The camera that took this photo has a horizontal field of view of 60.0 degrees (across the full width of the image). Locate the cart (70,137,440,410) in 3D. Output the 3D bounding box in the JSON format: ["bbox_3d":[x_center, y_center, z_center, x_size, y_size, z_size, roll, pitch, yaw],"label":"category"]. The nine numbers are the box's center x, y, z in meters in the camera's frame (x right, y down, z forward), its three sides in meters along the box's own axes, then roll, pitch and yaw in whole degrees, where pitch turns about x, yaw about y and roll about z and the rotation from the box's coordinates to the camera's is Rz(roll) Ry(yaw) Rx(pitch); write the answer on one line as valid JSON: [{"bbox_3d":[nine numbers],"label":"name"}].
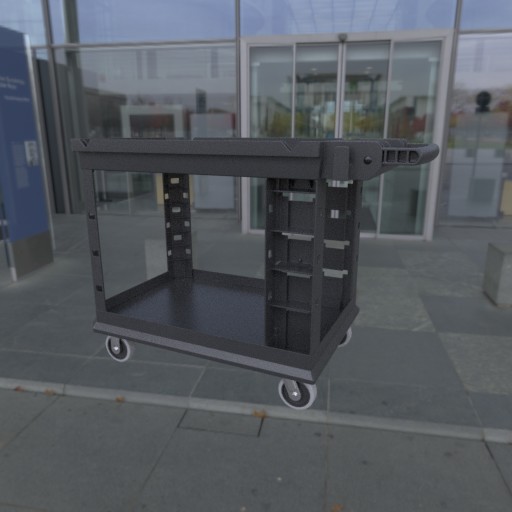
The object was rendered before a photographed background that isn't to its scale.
[{"bbox_3d":[0.000,0.000,1.730,1.239,0.884,0.674,7,17,24],"label":"cart"}]
